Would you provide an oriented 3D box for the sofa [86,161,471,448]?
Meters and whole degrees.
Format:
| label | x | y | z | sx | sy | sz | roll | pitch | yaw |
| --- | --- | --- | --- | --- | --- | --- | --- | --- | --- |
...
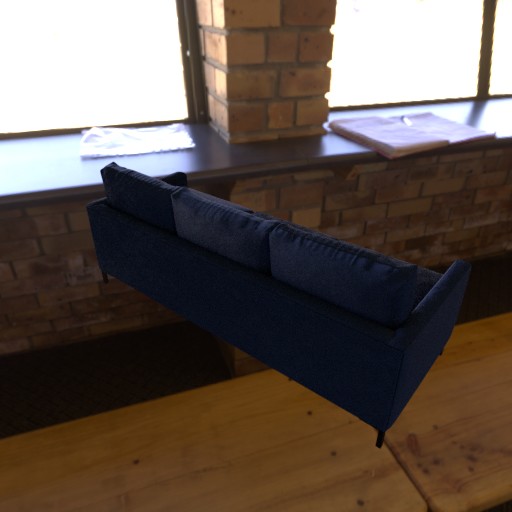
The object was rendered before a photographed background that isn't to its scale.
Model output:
| label | x | y | z | sx | sy | sz | roll | pitch | yaw |
| --- | --- | --- | --- | --- | --- | --- | --- | --- | --- |
| sofa | 0.000 | 0.000 | 2.707 | 2.252 | 0.879 | 0.875 | 22 | 37 | 33 |
